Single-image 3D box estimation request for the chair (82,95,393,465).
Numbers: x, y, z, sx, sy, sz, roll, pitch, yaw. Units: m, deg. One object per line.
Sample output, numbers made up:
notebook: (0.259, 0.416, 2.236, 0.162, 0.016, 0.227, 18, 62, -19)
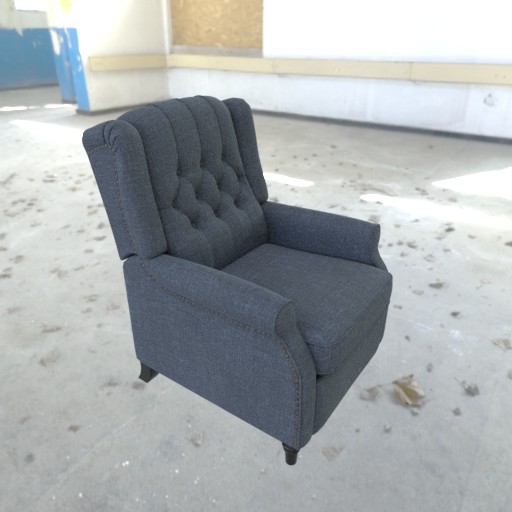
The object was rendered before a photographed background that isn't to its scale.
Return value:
chair: (0.000, 0.000, 1.606, 0.898, 1.035, 0.742, 18, 32, 31)
